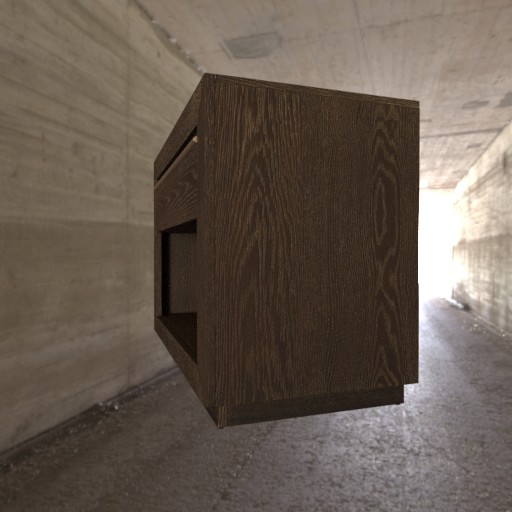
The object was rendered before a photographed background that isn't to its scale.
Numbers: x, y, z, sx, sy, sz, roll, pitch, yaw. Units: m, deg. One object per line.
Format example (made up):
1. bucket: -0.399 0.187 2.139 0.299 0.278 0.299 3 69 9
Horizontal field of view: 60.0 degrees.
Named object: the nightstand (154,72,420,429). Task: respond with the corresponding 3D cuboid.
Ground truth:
1. nightstand: 0.000 0.000 1.167 0.457 0.612 0.775 0 1 -19
